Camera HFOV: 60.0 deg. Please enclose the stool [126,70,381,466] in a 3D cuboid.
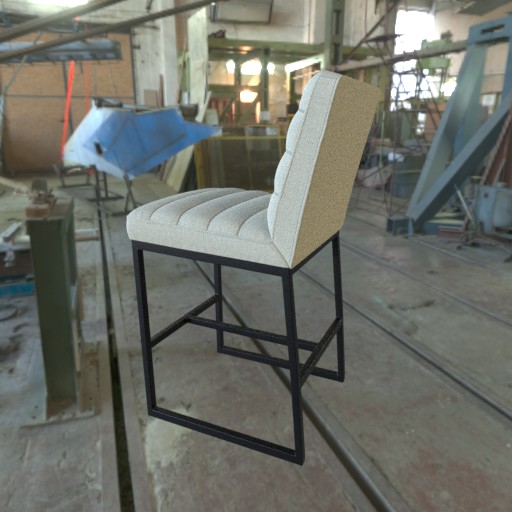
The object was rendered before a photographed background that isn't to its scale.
[{"bbox_3d":[0.000,0.000,1.276,0.560,0.940,0.460,8,18,24],"label":"stool"}]
